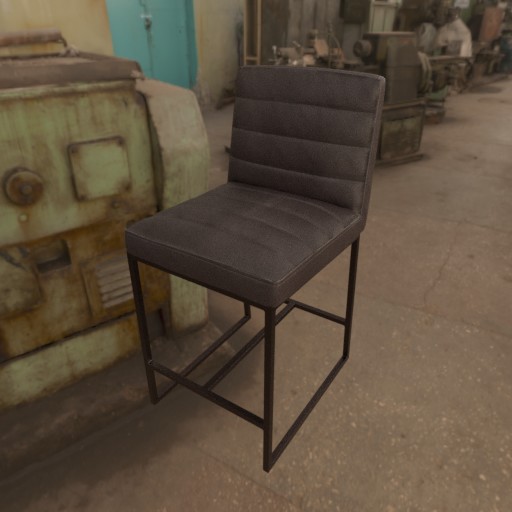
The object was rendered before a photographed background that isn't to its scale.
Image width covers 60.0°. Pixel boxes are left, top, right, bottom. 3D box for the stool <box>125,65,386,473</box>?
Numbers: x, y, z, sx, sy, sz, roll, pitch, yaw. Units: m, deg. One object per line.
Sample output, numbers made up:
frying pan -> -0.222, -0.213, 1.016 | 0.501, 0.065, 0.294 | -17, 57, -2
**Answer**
stool -> 0.000, 0.000, 1.255 | 0.463, 0.946, 0.562 | 18, 34, 29
